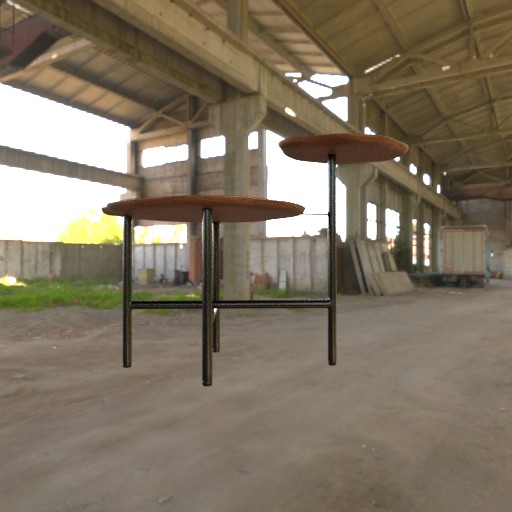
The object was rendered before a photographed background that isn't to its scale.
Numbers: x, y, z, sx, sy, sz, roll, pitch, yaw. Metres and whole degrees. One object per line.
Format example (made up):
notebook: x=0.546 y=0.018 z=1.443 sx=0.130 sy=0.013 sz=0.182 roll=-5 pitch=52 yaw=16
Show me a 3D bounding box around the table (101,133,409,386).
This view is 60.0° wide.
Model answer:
table: x=0.000 y=0.000 z=1.087 sx=0.759 sy=0.538 sz=0.442 roll=0 pitch=0 yaw=-1
